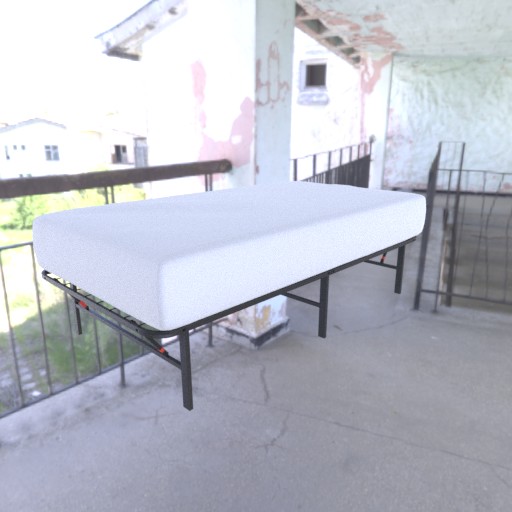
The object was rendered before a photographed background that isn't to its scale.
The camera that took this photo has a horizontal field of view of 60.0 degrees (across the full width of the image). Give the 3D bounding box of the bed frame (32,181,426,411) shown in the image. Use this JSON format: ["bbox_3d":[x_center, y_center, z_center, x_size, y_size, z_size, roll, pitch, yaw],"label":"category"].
[{"bbox_3d":[0.000,0.000,2.376,1.025,0.640,1.908,15,22,42],"label":"bed frame"}]
